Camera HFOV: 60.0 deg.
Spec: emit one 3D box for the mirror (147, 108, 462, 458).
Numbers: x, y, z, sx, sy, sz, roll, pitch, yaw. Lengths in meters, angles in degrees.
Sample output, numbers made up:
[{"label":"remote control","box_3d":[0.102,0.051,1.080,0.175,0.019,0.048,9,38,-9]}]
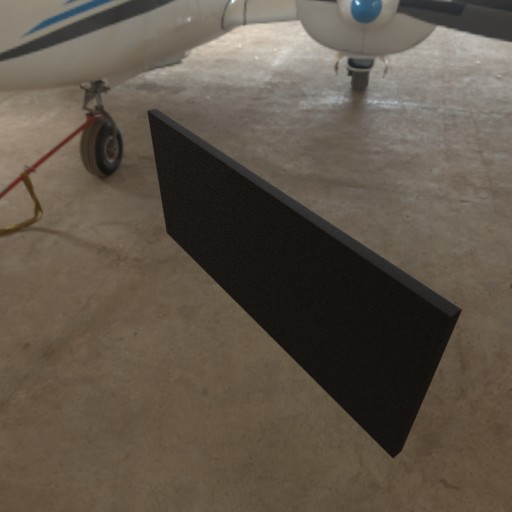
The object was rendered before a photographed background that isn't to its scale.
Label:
[{"label":"mirror","box_3d":[0.000,0.000,1.759,0.047,0.692,1.584,-26,46,-28]}]
